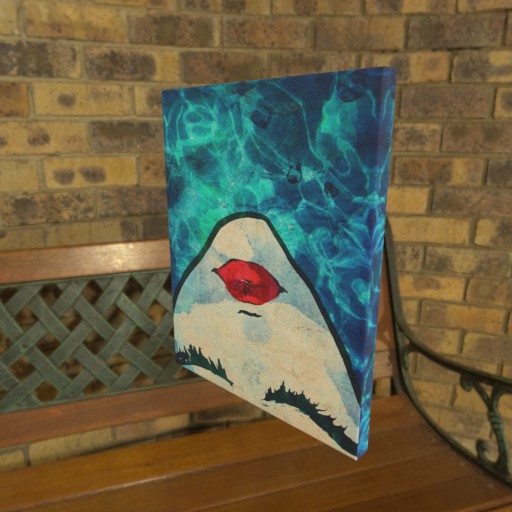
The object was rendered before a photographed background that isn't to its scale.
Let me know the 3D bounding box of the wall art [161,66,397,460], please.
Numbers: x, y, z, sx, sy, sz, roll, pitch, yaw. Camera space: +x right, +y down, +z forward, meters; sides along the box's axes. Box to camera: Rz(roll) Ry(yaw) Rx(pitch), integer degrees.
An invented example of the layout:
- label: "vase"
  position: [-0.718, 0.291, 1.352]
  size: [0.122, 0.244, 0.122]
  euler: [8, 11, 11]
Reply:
- label: "wall art"
  position: [0.000, 0.000, 0.863]
  size: [0.508, 0.635, 0.038]
  euler: [14, 20, 41]
